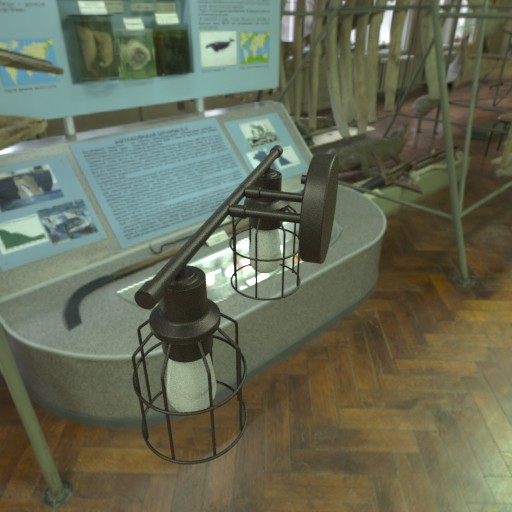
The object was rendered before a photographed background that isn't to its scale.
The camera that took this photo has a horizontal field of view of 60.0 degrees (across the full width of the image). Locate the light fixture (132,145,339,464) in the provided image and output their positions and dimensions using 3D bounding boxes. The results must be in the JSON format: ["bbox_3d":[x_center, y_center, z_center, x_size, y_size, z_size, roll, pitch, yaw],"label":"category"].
[{"bbox_3d":[0.000,0.000,0.526,0.165,0.254,0.406,8,31,14],"label":"light fixture"}]
